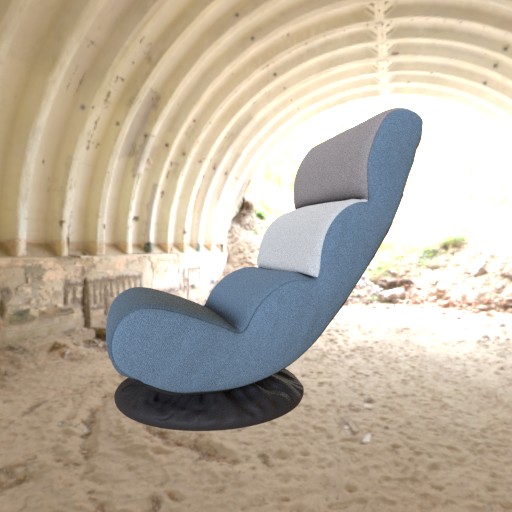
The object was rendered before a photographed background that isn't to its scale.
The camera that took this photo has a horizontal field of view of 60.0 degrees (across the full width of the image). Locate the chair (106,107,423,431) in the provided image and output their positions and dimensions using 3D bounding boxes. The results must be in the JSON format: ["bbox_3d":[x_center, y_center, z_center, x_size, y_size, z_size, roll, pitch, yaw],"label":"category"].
[{"bbox_3d":[0.000,0.000,1.030,0.661,0.641,0.420,0,1,-18],"label":"chair"}]
